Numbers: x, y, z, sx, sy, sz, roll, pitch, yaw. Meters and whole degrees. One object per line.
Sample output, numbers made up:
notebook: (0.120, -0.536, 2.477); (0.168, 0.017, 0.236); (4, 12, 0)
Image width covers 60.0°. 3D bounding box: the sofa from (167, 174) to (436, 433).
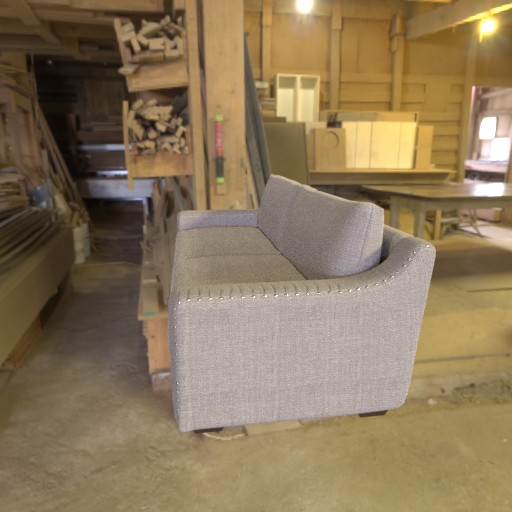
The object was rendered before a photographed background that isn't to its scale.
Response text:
sofa: (0.000, 0.000, 2.664); (1.000, 0.857, 2.208); (-2, 14, -9)
